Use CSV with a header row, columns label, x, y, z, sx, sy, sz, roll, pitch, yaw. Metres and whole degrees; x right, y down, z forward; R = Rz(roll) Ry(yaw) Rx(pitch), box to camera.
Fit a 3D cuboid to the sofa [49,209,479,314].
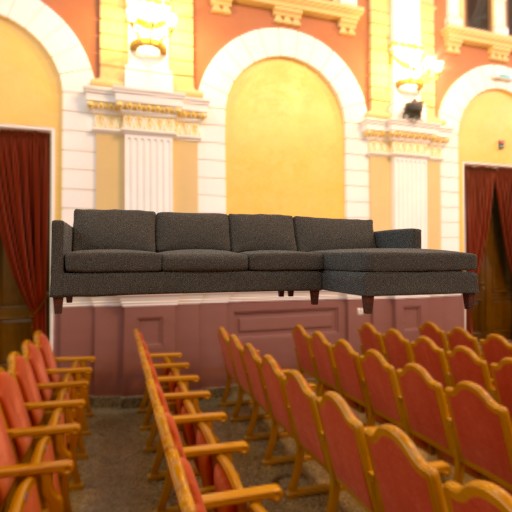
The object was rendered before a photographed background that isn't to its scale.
label,x,y,z,sx,sy,sz,roll,pitch,yaw
sofa,0.000,0.000,3.769,3.186,0.846,1.625,0,0,-18
